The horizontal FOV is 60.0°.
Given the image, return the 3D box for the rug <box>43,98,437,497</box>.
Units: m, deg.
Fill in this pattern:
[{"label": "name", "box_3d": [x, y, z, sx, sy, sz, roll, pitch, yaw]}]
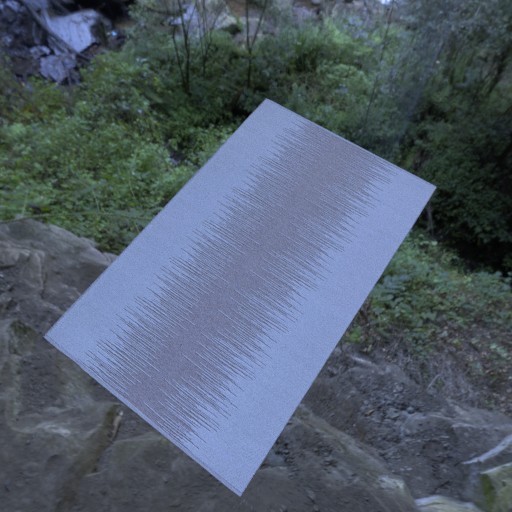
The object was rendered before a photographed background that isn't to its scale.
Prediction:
[{"label": "rug", "box_3d": [0.000, 0.000, 2.991, 1.522, 0.012, 2.440, 32, 68, 15]}]
